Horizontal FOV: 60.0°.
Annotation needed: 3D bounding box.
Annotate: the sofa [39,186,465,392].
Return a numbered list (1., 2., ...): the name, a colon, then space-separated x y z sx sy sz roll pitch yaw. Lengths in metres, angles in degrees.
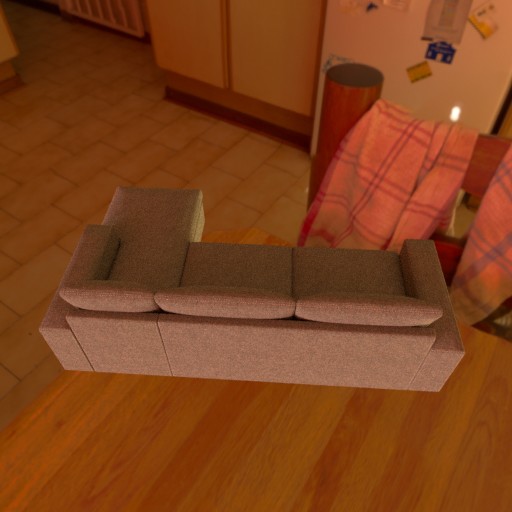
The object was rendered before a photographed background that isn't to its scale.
1. sofa: 0.000 0.000 3.460 2.718 0.940 1.689 3 48 2
